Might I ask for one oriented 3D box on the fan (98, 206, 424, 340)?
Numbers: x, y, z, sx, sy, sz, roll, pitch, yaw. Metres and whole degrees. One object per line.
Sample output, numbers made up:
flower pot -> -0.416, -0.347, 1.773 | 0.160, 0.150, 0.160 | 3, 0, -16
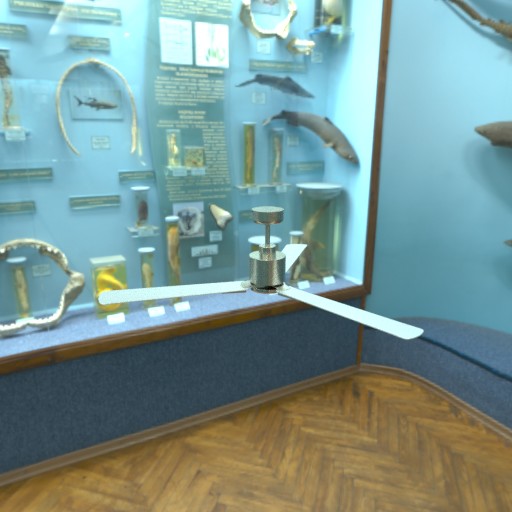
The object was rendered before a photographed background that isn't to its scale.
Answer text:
fan -> 0.000, 0.000, 2.305 | 1.531, 0.446, 1.561 | -8, 18, -26
